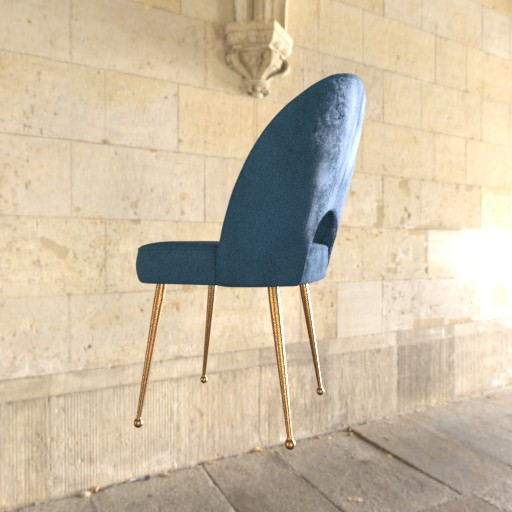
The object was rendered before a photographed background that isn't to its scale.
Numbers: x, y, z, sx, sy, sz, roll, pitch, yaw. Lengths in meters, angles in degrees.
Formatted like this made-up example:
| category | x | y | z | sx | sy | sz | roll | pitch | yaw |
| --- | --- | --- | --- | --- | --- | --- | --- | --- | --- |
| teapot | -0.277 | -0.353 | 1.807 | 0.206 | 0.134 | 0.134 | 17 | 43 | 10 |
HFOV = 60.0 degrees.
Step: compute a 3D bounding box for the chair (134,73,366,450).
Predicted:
| category | x | y | z | sx | sy | sz | roll | pitch | yaw |
| --- | --- | --- | --- | --- | --- | --- | --- | --- | --- |
| chair | 0.000 | 0.000 | 1.216 | 0.577 | 0.860 | 0.527 | 0 | 1 | 18 |
